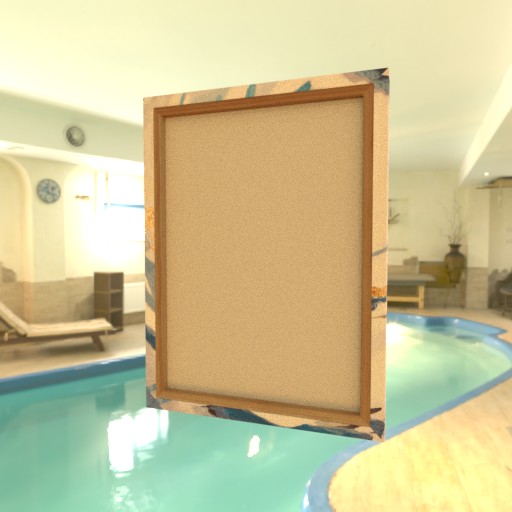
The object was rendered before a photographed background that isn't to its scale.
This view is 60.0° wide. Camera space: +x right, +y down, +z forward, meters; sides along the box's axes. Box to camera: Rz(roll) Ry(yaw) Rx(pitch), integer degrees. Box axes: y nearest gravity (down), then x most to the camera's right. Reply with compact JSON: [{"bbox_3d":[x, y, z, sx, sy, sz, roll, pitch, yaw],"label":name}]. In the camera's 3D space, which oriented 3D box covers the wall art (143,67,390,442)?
[{"bbox_3d":[0.000,0.000,1.340,0.761,1.015,0.038,1,2,19],"label":"wall art"}]
